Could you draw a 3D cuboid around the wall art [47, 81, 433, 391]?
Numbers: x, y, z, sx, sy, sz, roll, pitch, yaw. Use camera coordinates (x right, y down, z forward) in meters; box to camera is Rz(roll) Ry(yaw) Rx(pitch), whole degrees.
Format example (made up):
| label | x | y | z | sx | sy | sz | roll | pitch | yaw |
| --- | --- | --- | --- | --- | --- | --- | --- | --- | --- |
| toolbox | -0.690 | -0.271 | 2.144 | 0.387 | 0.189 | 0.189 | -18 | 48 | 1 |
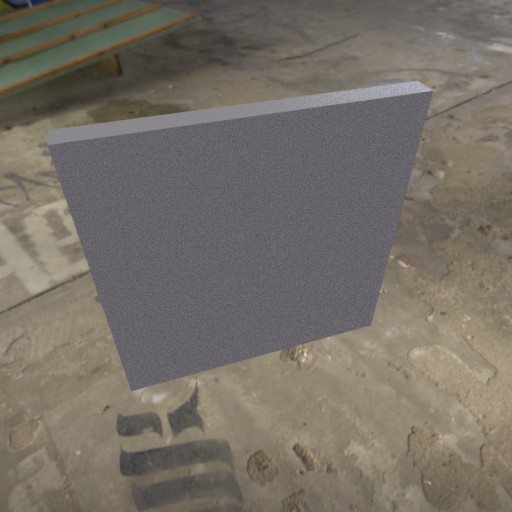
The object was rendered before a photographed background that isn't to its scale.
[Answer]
| label | x | y | z | sx | sy | sz | roll | pitch | yaw |
| --- | --- | --- | --- | --- | --- | --- | --- | --- | --- |
| wall art | 0.000 | 0.000 | 0.517 | 0.355 | 0.355 | 0.027 | -12 | 43 | -14 |
